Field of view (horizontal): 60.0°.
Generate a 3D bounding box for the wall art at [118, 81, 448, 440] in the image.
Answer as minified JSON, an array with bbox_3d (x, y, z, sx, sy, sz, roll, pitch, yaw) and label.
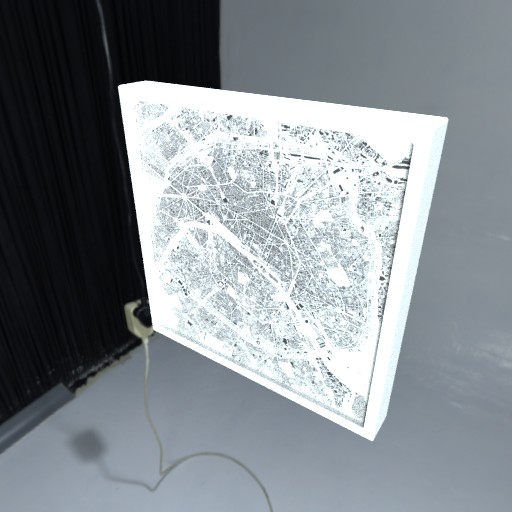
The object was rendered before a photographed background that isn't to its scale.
[{"bbox_3d":[0.000,0.000,0.449,0.305,0.305,0.038,19,35,30],"label":"wall art"}]
